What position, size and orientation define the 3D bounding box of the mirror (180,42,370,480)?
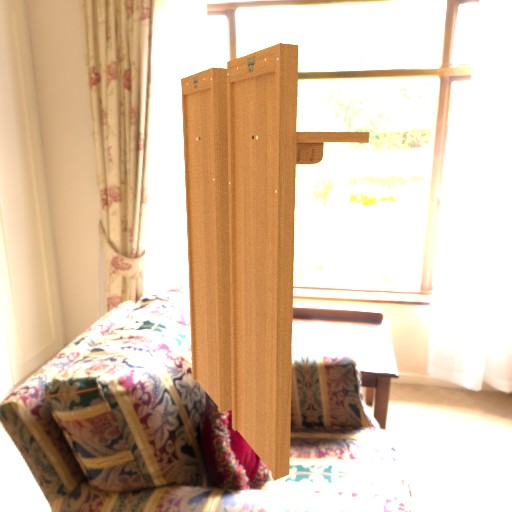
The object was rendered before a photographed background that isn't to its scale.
[{"bbox_3d":[0.000,0.000,1.580,0.260,1.250,0.800,-8,16,-28],"label":"mirror"}]
